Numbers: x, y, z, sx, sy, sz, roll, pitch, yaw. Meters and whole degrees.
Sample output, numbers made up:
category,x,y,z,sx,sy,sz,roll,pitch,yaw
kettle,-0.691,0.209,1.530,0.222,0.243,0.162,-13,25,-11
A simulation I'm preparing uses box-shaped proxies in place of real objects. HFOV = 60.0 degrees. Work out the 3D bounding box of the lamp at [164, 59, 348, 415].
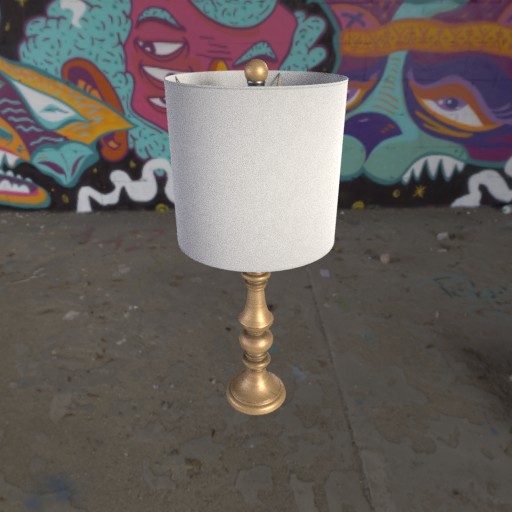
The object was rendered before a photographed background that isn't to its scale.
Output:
category,x,y,z,sx,sy,sz,roll,pitch,yaw
lamp,0.000,0.000,0.734,0.250,0.597,0.250,8,28,16
